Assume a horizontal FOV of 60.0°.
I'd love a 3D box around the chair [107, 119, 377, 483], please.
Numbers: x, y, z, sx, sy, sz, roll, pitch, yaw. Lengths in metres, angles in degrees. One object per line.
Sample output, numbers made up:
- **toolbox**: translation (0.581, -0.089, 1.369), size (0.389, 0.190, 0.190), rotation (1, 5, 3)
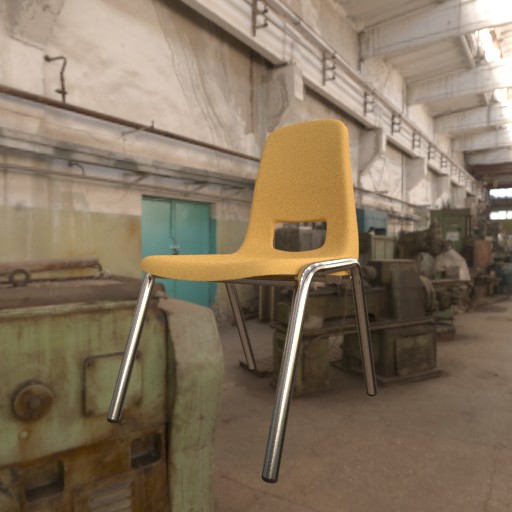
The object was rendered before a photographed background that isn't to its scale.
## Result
- **chair**: translation (0.000, 0.000, 0.839), size (0.354, 0.586, 0.423), rotation (1, 2, 35)
